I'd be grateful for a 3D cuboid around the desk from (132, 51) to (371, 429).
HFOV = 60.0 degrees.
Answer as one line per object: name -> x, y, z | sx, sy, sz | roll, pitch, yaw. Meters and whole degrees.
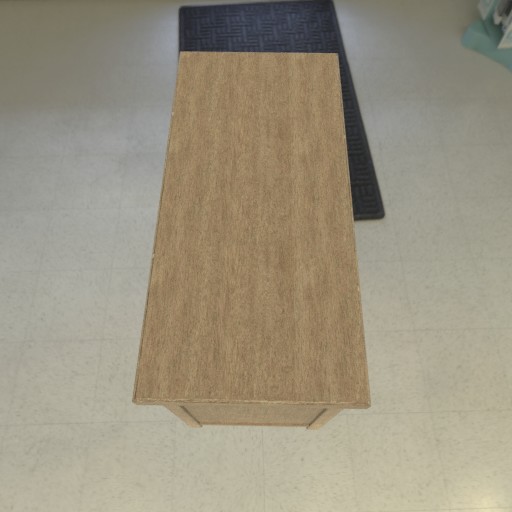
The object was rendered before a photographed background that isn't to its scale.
desk -> 0.000, 0.000, 1.812 | 0.610, 0.912, 1.289 | 1, 63, 0
